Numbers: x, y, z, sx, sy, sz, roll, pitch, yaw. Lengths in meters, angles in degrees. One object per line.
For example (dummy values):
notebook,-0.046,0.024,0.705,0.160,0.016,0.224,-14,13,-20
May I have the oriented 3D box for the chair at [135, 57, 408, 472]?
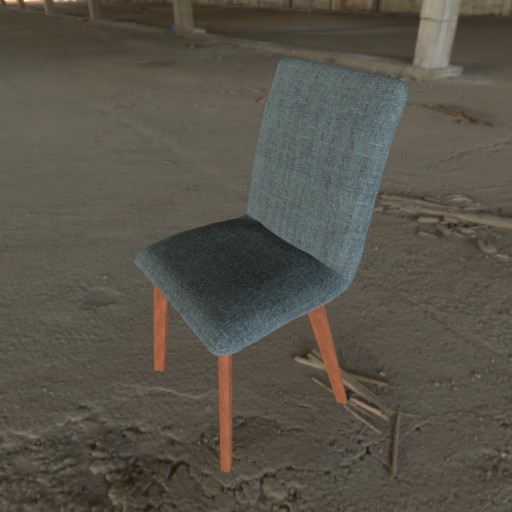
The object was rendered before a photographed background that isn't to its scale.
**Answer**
chair,0.000,0.000,1.267,0.563,0.974,0.522,-20,36,-29
